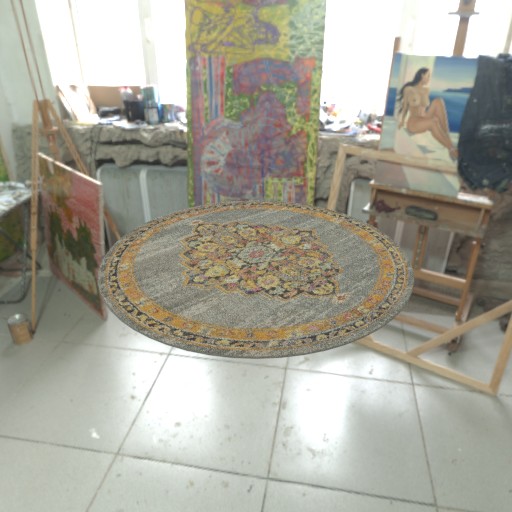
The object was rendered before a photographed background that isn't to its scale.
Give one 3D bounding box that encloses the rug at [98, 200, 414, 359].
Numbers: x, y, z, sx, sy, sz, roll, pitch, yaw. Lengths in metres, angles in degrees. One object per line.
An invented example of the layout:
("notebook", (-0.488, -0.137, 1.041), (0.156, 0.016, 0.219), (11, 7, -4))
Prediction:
("rug", (0.000, 0.000, 3.497), (2.382, 0.014, 2.382), (0, 28, 0))
